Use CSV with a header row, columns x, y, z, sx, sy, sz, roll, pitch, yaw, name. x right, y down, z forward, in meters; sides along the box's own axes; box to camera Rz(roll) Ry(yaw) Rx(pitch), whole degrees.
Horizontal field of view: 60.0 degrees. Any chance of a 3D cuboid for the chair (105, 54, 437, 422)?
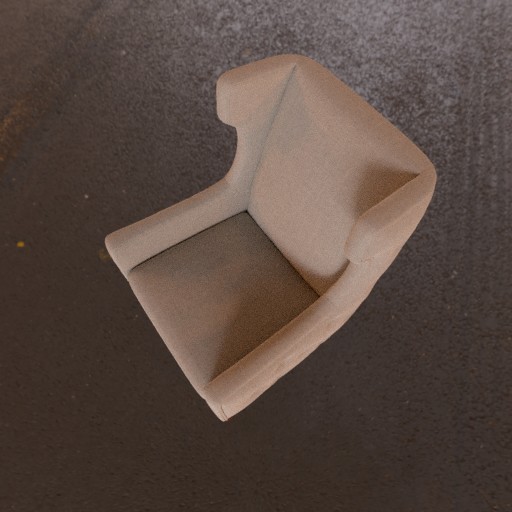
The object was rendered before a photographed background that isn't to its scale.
x,y,z,sx,sy,sz,roll,pitch,yaw,name
0.000,0.000,1.674,0.899,1.079,0.778,-33,67,-16,chair
